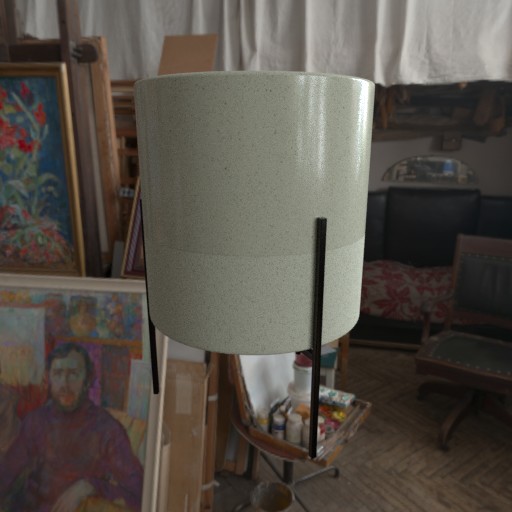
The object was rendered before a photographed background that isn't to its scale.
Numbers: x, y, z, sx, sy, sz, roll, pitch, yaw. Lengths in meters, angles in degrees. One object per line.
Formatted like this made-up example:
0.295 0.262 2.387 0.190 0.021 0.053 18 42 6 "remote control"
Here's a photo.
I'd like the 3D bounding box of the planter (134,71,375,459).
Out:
0.000 0.000 0.656 0.314 0.475 0.323 -8 18 -27 "planter"
